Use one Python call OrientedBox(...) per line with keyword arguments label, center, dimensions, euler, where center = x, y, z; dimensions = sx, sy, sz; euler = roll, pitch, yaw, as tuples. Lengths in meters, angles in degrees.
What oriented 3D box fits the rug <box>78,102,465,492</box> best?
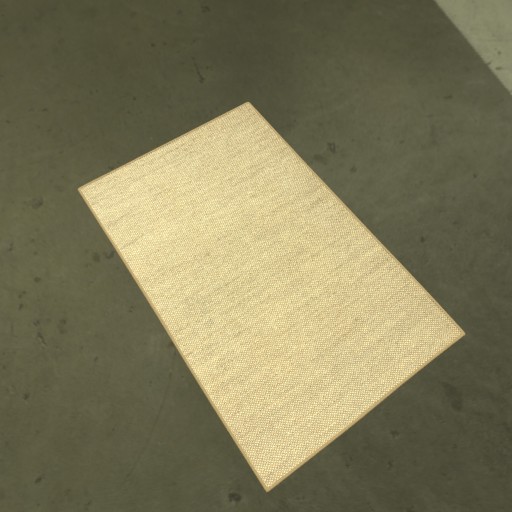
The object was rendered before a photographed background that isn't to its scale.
OrientedBox(label="rug", center=(0.000, 0.000, 2.086), dimensions=(1.062, 0.013, 1.667), euler=(-32, 68, -15))
